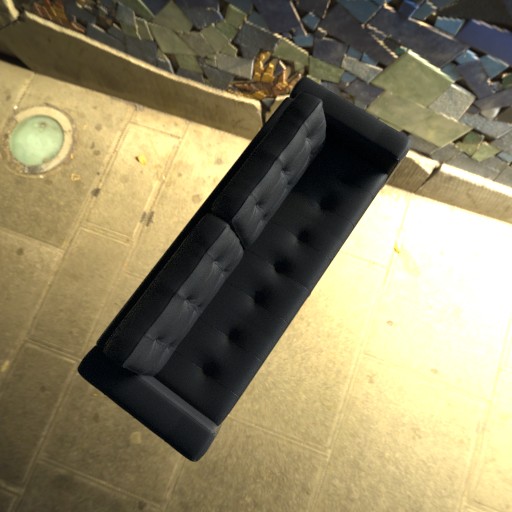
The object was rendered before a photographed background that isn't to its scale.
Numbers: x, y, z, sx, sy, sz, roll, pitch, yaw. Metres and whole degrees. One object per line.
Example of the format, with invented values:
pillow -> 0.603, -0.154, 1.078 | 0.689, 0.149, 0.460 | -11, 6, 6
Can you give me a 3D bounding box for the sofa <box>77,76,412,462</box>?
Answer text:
sofa -> 0.000, 0.000, 2.735 | 0.833, 0.893, 2.275 | 34, 78, 8
